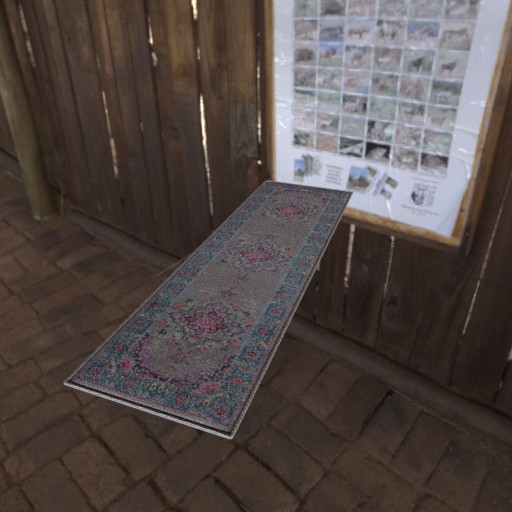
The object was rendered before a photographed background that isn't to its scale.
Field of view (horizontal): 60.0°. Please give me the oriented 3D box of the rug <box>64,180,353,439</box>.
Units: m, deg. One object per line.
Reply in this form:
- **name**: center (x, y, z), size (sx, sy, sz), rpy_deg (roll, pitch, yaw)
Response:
- **rug**: center (0.000, 0.000, 1.981), size (0.553, 0.012, 1.827), rpy_deg (11, 32, 18)
